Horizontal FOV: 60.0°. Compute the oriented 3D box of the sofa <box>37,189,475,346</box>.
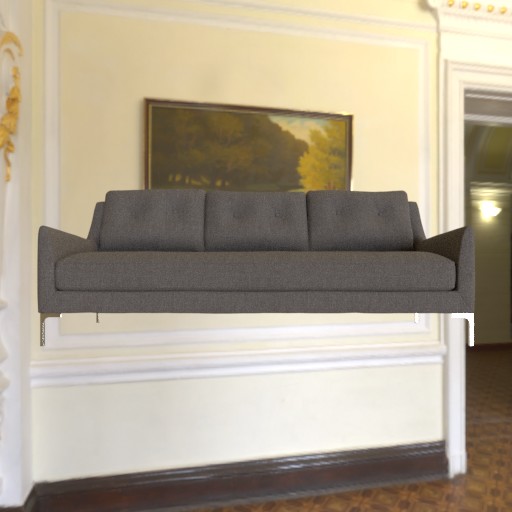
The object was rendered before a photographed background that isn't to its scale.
[{"bbox_3d":[0.000,0.000,2.462,2.060,0.837,0.849,0,0,0],"label":"sofa"}]
